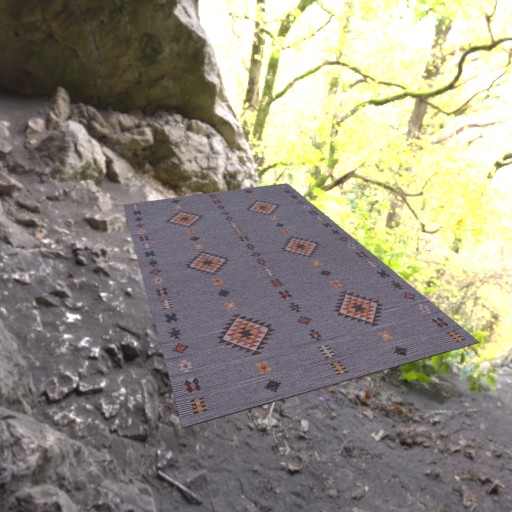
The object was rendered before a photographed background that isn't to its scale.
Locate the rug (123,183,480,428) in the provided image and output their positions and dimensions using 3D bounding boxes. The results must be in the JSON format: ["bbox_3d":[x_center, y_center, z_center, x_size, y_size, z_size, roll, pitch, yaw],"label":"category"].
[{"bbox_3d":[0.000,0.000,2.995,1.515,0.007,2.427,-10,31,-17],"label":"rug"}]
